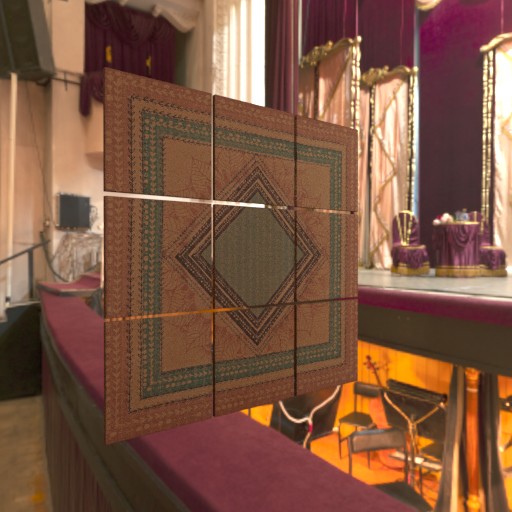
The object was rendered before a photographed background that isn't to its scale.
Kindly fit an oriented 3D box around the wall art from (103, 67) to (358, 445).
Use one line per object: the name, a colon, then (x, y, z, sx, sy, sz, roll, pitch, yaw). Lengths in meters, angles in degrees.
wall art: (0.000, 0.000, 1.348, 0.915, 0.914, 0.013, 0, 1, -37)
